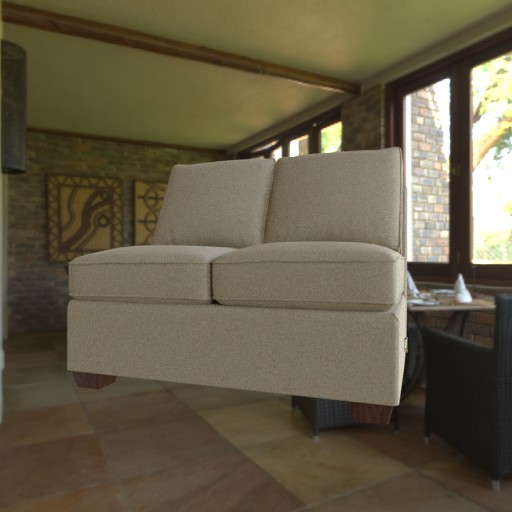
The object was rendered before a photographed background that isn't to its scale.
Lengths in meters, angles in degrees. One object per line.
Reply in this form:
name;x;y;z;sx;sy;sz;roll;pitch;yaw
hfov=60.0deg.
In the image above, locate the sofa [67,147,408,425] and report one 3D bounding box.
sofa;0.000;0.000;1.917;1.237;1.008;0.951;0;0;20
